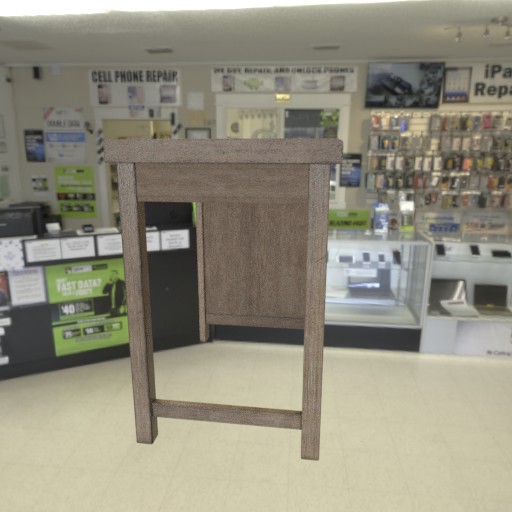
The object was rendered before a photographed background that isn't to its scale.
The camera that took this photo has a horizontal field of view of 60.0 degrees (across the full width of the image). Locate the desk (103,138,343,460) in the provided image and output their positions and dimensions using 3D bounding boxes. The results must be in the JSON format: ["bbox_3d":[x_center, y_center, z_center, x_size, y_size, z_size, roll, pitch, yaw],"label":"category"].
[{"bbox_3d":[0.000,0.000,1.824,0.610,0.912,1.289,2,14,8],"label":"desk"}]
